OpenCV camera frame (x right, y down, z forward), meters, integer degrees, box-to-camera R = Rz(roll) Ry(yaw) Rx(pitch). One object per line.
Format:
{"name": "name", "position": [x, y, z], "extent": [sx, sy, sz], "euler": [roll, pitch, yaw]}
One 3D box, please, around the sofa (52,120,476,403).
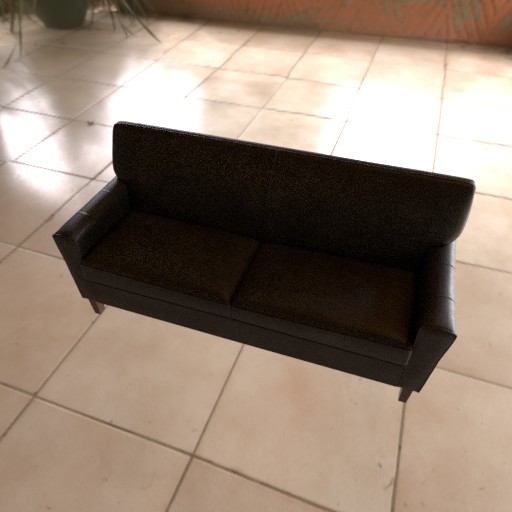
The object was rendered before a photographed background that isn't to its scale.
{"name": "sofa", "position": [0.000, 0.000, 2.471], "extent": [2.053, 0.947, 0.805], "euler": [13, 45, 14]}
